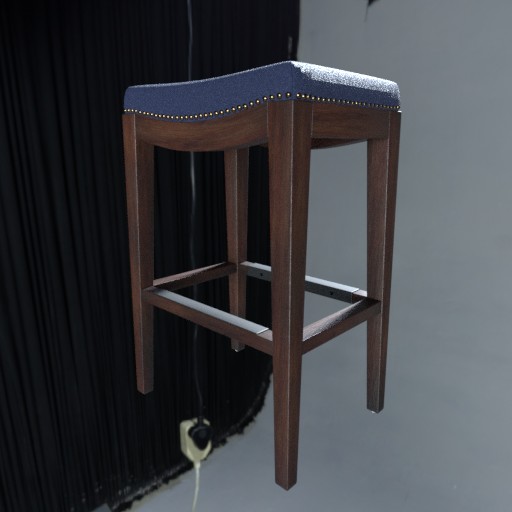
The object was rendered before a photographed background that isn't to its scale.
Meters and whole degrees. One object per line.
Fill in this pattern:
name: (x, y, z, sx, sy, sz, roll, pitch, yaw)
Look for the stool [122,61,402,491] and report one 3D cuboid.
stool: (0.000, 0.000, 1.004, 0.498, 0.740, 0.358, 13, 19, 42)
